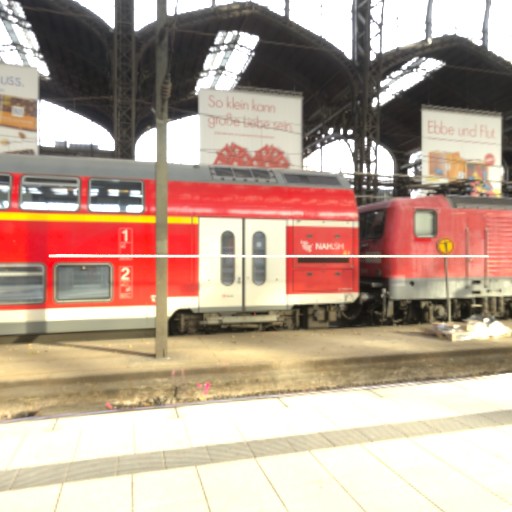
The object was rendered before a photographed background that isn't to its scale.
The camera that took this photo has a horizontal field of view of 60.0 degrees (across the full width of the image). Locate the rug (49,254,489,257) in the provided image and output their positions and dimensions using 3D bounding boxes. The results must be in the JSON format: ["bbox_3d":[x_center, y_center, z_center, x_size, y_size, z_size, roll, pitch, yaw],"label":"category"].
[{"bbox_3d":[0.000,0.000,2.317,1.825,0.015,1.232,0,0,-18],"label":"rug"}]
